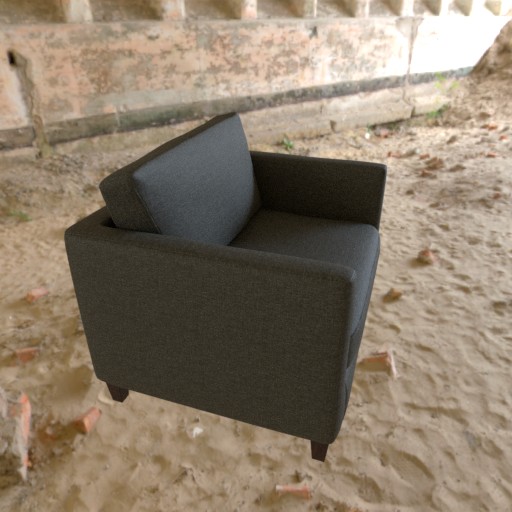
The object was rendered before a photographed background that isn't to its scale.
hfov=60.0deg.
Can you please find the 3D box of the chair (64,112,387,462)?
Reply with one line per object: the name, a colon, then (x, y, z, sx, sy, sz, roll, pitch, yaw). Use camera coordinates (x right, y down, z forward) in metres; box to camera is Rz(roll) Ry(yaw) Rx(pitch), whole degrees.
chair: (0.000, 0.000, 1.830, 0.959, 0.963, 1.107, 10, 30, 17)
